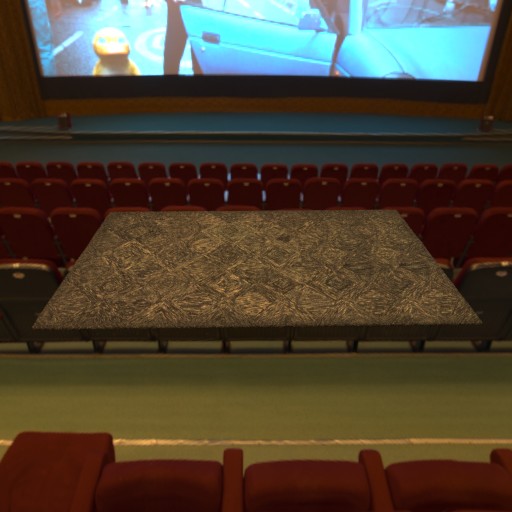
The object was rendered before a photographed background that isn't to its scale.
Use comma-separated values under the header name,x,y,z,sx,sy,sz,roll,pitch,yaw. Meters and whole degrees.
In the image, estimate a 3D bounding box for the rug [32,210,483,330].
name,x,y,z,sx,sy,sz,roll,pitch,yaw
rug,0.000,0.000,2.210,1.754,0.010,1.139,-1,29,-1
